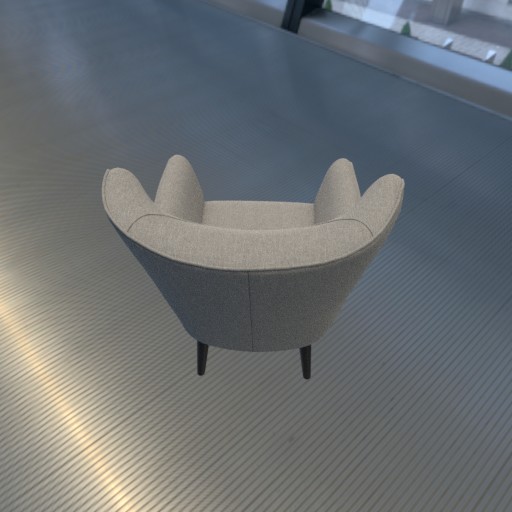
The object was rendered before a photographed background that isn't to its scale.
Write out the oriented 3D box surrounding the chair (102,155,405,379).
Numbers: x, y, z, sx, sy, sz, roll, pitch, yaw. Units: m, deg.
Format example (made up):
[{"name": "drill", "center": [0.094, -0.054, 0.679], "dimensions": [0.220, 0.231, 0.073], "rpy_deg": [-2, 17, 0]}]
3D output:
[{"name": "chair", "center": [0.000, 0.000, 1.589], "dimensions": [0.781, 0.933, 0.888], "rpy_deg": [2, 45, 2]}]
